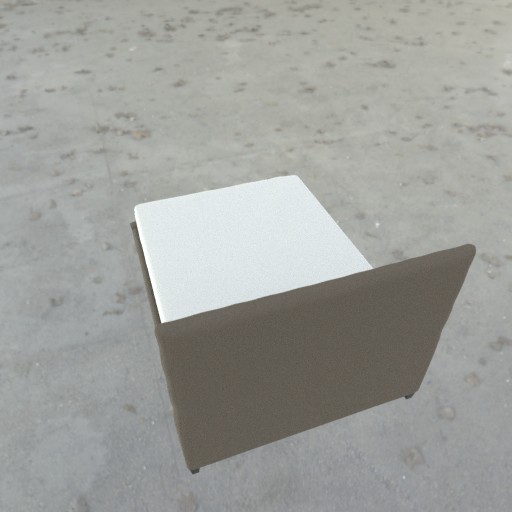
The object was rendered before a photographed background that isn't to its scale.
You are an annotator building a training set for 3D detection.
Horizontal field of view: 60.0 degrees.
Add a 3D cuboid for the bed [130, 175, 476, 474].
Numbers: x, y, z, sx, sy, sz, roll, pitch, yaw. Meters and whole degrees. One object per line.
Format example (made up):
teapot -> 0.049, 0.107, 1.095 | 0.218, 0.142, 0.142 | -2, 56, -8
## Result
bed -> 0.000, 0.000, 3.329 | 1.696, 1.426, 2.233 | -13, 43, -15
